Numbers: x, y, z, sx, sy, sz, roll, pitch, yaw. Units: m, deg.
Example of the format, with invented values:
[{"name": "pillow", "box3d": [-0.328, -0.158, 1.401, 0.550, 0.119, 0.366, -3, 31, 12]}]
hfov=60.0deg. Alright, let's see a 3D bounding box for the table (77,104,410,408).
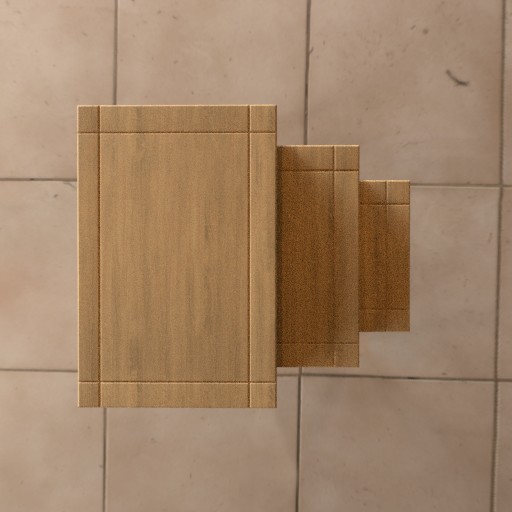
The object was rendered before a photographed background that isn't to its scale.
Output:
[{"name": "table", "box3d": [0.000, 0.000, 1.229, 0.773, 0.535, 0.660, 0, 90, 1]}]
